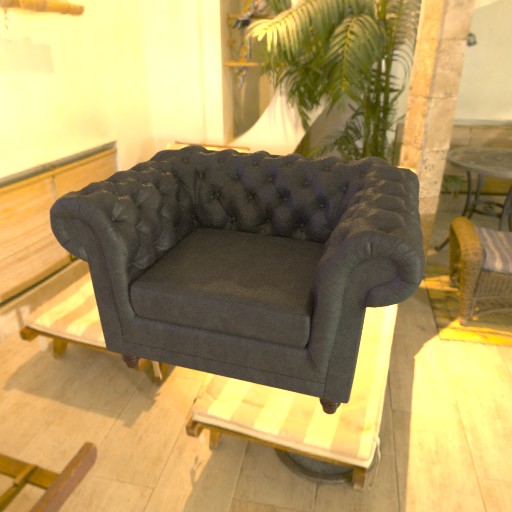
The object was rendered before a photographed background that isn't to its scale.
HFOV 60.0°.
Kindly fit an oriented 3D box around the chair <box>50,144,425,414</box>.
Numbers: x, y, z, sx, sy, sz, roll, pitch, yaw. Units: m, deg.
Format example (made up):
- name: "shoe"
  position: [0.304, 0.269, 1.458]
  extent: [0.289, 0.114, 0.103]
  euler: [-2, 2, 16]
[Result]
- name: "chair"
  position: [0.000, 0.000, 1.930]
  extent: [1.298, 0.780, 0.943]
  euler: [8, 27, 16]
